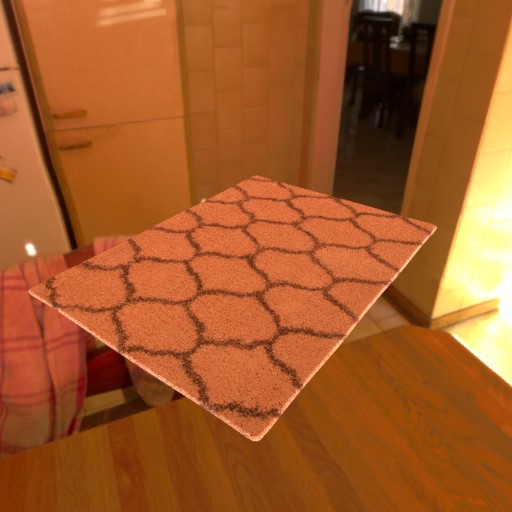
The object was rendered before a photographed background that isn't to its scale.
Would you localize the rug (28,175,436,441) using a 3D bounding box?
[{"bbox_3d":[0.000,0.000,2.097,1.200,0.025,1.600,21,38,30],"label":"rug"}]
